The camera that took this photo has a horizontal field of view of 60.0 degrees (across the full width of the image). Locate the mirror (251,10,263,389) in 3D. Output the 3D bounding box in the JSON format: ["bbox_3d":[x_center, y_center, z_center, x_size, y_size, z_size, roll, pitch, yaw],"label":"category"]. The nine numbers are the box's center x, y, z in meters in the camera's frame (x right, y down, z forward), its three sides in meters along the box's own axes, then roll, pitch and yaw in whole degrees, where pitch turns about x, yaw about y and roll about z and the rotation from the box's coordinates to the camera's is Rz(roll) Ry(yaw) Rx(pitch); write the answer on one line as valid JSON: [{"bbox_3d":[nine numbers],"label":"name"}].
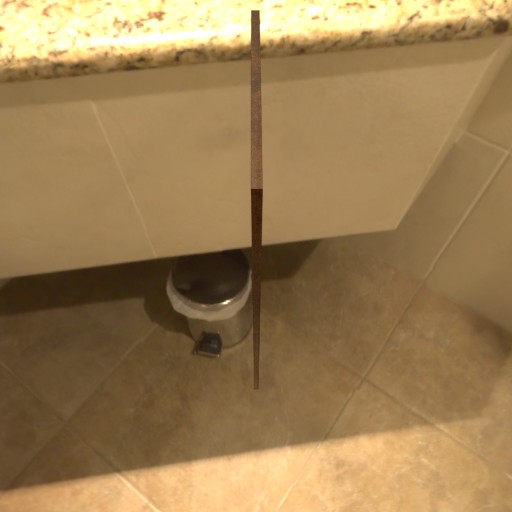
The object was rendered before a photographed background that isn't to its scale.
[{"bbox_3d":[0.000,0.000,2.231,0.032,2.031,0.812,0,59,0],"label":"mirror"}]
